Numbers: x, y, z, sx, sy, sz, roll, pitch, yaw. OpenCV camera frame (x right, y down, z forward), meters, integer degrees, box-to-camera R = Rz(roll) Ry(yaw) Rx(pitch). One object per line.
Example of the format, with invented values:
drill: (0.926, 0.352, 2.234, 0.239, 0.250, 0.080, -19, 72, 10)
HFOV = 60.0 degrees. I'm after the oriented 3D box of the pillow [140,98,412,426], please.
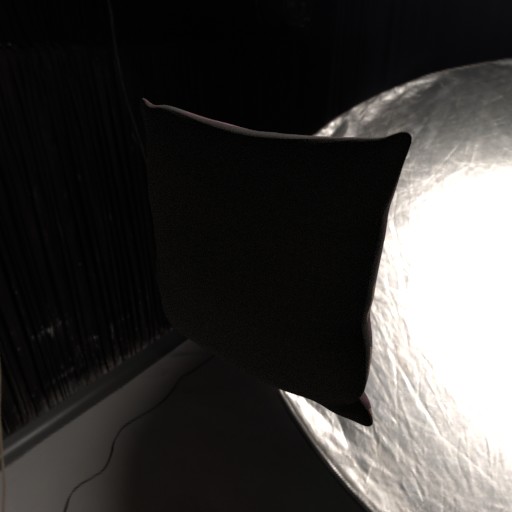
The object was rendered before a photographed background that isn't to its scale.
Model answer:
pillow: (0.000, 0.000, 0.774, 0.503, 0.496, 0.208, 20, 34, 32)
